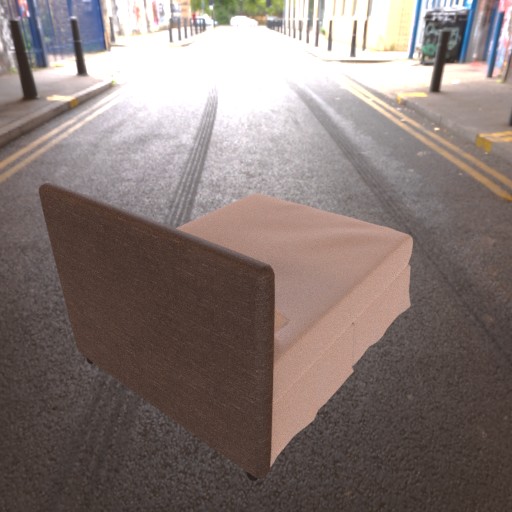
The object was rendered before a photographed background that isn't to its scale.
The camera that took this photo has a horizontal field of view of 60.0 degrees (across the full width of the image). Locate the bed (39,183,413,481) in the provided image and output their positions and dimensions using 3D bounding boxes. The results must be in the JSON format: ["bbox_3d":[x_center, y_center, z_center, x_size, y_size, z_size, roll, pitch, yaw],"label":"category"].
[{"bbox_3d":[0.000,0.000,3.175,1.723,1.330,2.142,20,35,33],"label":"bed"}]
